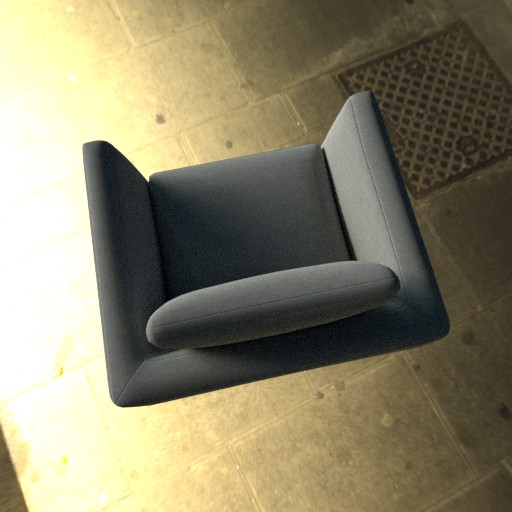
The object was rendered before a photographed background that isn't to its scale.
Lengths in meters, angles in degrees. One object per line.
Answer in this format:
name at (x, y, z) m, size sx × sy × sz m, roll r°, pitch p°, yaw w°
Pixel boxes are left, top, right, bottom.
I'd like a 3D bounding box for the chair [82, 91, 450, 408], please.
chair at (0.000, 0.000, 1.650) m, size 1.041 × 0.864 × 0.889 m, roll -11°, pitch 74°, yaw -3°
